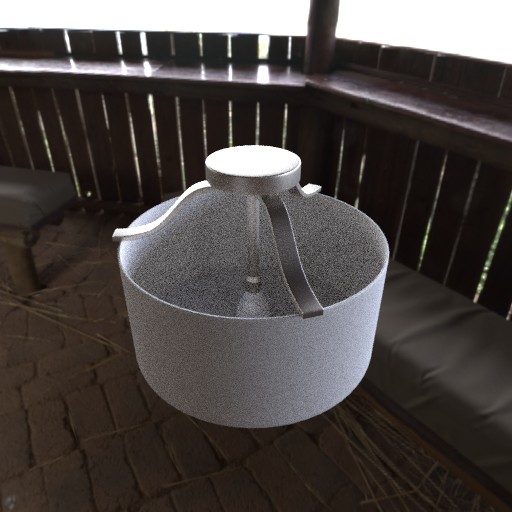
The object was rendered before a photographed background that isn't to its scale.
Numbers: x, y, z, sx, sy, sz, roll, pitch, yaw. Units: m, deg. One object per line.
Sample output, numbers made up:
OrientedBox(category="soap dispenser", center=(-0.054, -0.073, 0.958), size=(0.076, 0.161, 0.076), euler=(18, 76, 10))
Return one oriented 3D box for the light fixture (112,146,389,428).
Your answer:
OrientedBox(category="light fixture", center=(0.000, 0.000, 0.668), size=(0.395, 0.304, 0.395), euler=(0, 31, 0))
